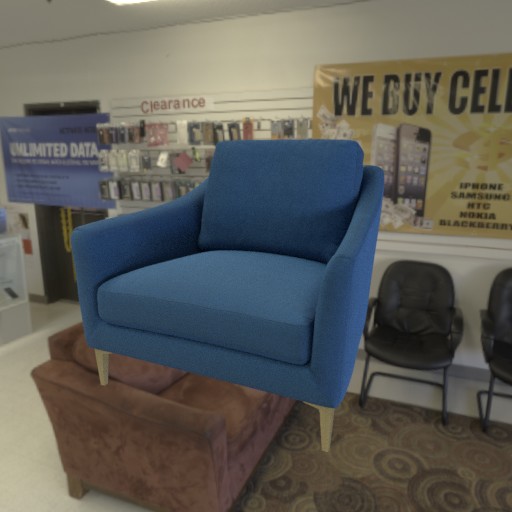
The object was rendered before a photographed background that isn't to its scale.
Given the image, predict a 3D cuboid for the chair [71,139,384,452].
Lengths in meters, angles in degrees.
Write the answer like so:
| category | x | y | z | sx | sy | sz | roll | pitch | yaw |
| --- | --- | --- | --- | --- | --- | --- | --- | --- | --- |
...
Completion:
| category | x | y | z | sx | sy | sz | roll | pitch | yaw |
| --- | --- | --- | --- | --- | --- | --- | --- | --- | --- |
| chair | 0.000 | 0.000 | 1.749 | 0.987 | 0.899 | 0.961 | 6 | 15 | 25 |
